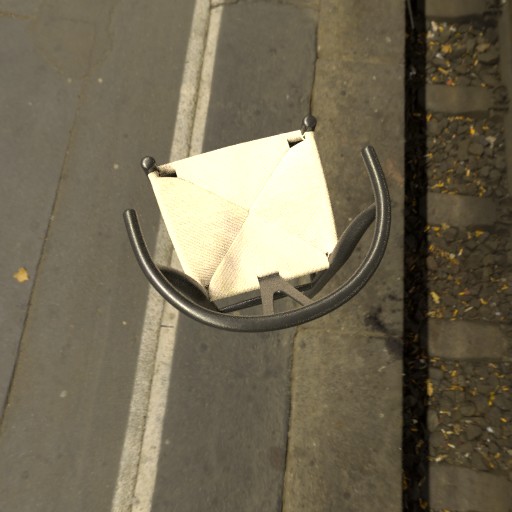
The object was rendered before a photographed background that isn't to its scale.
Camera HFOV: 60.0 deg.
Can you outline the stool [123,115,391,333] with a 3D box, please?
[{"bbox_3d":[0.000,0.000,1.419,0.569,1.072,0.579,-15,75,-4],"label":"stool"}]
